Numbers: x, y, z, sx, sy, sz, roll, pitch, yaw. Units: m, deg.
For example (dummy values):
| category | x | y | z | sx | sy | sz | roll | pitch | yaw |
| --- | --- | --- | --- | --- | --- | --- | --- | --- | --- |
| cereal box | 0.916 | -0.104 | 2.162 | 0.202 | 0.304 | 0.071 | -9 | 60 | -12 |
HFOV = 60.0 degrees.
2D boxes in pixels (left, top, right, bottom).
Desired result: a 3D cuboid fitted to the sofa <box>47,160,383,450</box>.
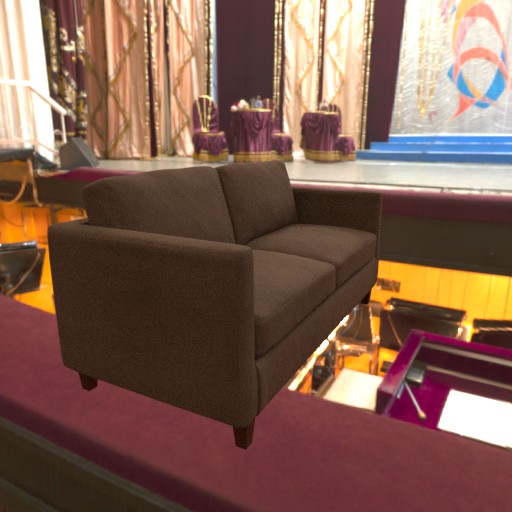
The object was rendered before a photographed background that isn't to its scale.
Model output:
| category | x | y | z | sx | sy | sz | roll | pitch | yaw |
| --- | --- | --- | --- | --- | --- | --- | --- | --- | --- |
| sofa | 0.000 | 0.000 | 2.418 | 0.950 | 0.963 | 1.884 | 8 | 17 | 28 |
